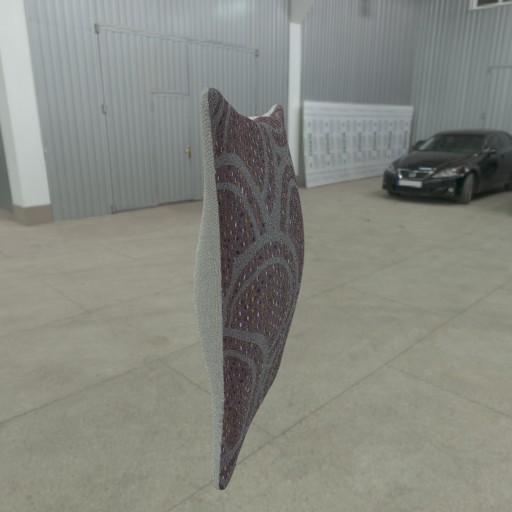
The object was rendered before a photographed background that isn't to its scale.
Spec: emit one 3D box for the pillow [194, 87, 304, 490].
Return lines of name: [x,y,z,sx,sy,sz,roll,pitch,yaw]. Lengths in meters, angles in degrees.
pillow: [0.000,0.000,0.763,0.163,0.513,0.514,3,17,10]
